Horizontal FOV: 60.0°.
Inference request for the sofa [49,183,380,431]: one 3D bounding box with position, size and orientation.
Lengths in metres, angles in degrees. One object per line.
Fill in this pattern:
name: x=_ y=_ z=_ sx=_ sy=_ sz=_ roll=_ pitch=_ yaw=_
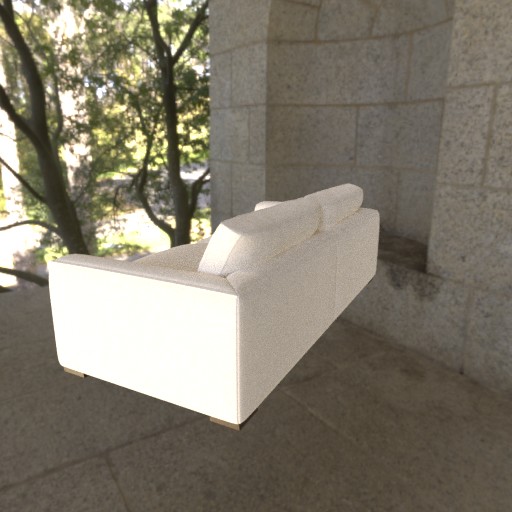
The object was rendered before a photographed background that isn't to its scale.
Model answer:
sofa: x=0.000 y=0.000 z=2.810 sx=1.070 sy=0.801 sz=2.262 roll=8 pitch=17 yaw=27
